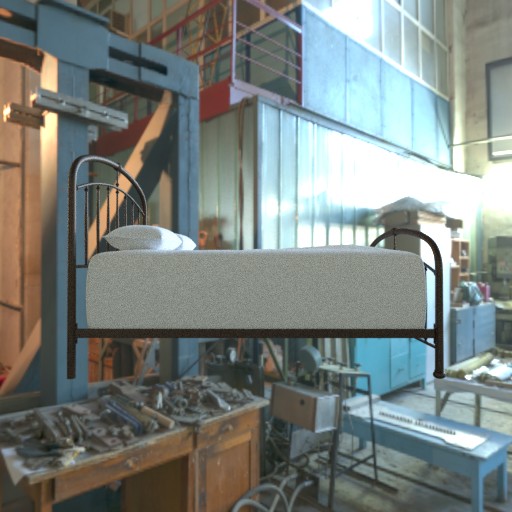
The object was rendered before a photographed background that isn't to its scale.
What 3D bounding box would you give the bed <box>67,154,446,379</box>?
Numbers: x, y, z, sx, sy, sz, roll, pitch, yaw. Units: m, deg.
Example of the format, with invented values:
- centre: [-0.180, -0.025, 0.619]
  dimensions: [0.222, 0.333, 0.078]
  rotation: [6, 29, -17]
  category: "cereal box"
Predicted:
- centre: [0.000, 0.000, 3.377]
  dimensions: [2.180, 1.425, 1.711]
  rotation: [0, -1, 0]
  category: "bed"
